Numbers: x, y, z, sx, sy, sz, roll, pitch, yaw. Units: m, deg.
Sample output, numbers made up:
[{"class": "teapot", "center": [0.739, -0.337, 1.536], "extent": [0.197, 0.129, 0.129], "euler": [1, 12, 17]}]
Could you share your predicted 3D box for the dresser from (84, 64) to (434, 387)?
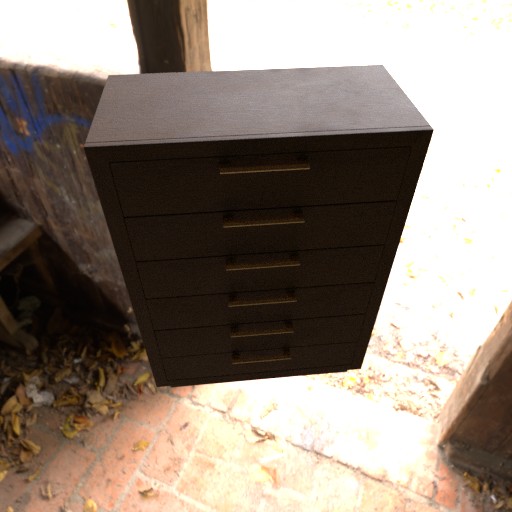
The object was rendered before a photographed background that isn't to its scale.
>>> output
[{"class": "dresser", "center": [0.000, 0.000, 1.826], "extent": [0.964, 1.320, 0.516], "euler": [-4, 44, -4]}]
